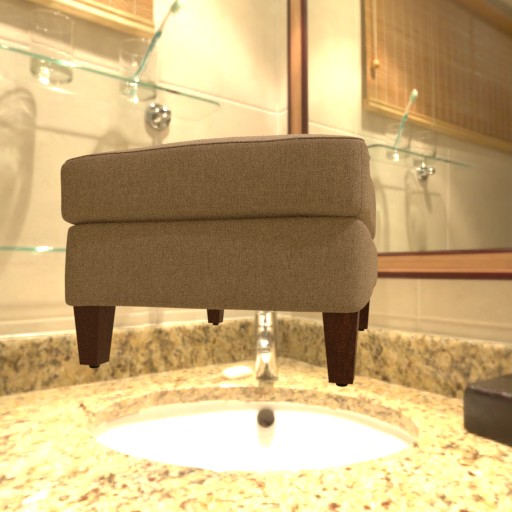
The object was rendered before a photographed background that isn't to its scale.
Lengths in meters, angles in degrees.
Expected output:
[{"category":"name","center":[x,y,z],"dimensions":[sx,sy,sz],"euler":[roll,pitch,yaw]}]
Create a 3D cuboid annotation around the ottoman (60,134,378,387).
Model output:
[{"category":"ottoman","center":[0.000,0.000,1.296],"dimensions":[0.677,0.519,0.898],"euler":[0,-1,16]}]
